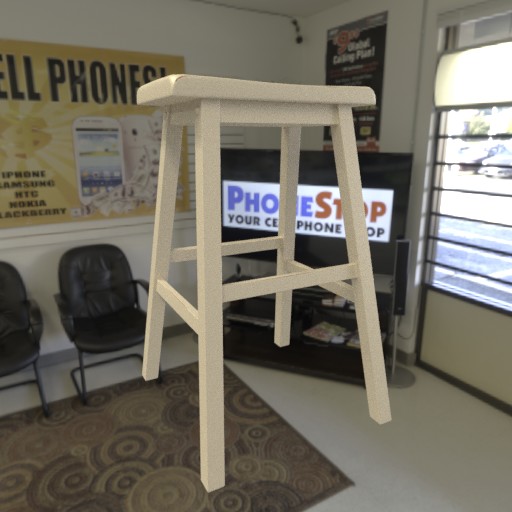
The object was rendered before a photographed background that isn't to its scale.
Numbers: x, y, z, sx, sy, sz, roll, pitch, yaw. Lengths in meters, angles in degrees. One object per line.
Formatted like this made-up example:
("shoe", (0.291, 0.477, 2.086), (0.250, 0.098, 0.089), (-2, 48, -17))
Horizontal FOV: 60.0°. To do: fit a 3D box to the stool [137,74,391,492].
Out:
("stool", (0.000, 0.000, 1.029), (0.457, 0.737, 0.476), (-8, 17, -27))
